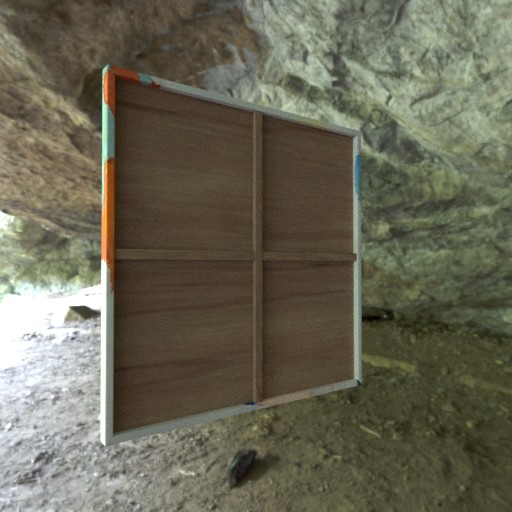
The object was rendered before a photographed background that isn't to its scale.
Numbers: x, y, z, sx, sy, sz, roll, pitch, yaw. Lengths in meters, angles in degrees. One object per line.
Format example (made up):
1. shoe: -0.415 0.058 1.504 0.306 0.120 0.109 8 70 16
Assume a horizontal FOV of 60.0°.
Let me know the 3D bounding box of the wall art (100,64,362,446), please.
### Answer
1. wall art: 0.000 0.000 1.494 1.017 1.017 0.044 1 -1 -36
